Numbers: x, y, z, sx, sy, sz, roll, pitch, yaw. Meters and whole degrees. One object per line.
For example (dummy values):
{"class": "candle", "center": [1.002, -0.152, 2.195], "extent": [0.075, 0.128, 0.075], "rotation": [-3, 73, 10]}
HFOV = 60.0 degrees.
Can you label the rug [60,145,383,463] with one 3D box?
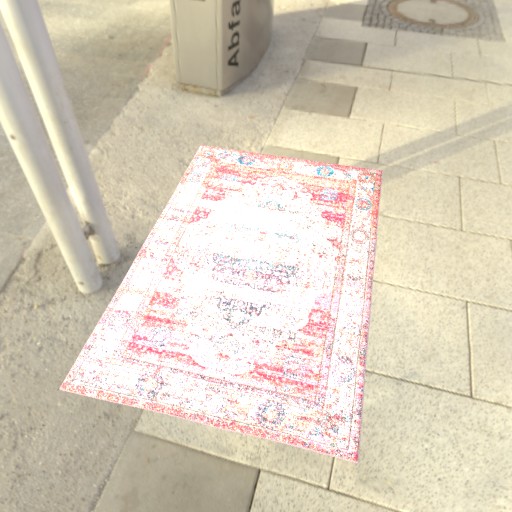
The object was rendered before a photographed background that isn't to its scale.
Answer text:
{"class": "rug", "center": [0.000, 0.000, 2.324], "extent": [1.219, 0.006, 1.829], "rotation": [10, 48, 9]}
